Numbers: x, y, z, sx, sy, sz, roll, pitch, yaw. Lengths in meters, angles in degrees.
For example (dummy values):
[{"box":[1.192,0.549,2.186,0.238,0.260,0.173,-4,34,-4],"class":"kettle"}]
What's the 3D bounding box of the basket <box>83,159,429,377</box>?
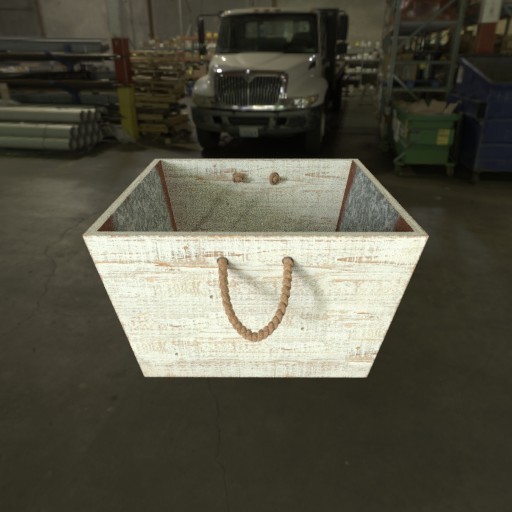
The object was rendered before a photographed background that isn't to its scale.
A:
[{"box":[0.000,0.000,0.766,0.413,0.247,0.545,0,25,0],"class":"basket"}]
